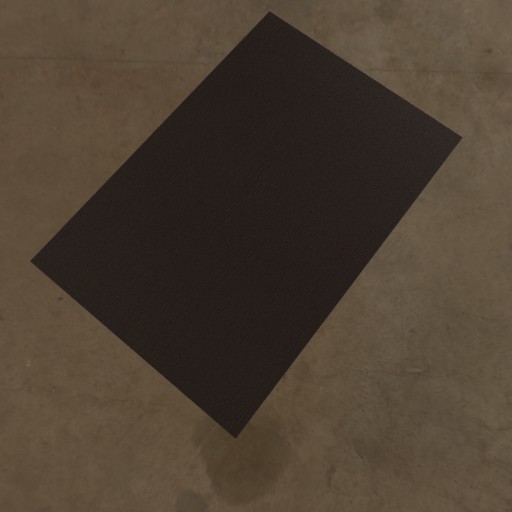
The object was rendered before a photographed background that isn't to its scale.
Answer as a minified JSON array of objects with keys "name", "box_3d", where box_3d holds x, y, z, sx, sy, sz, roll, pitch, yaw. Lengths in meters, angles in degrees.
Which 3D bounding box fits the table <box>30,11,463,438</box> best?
[{"name":"table","box_3d":[0.000,0.000,1.042,0.408,0.711,0.589,38,78,9]}]
